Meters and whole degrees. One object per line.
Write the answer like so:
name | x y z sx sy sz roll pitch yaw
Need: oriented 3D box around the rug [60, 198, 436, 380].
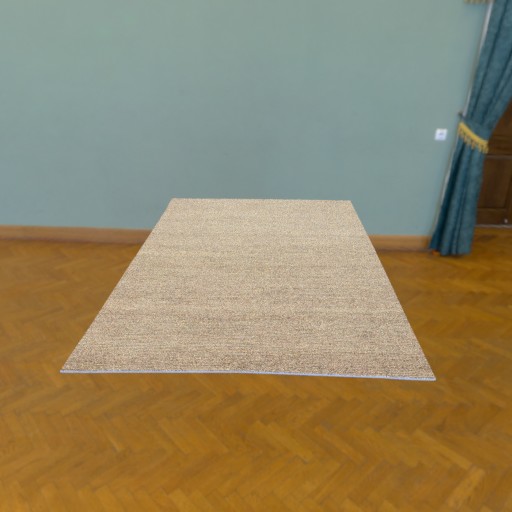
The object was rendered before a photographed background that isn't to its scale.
rug | 0.000 0.000 2.933 1.609 0.030 2.342 1 26 2
